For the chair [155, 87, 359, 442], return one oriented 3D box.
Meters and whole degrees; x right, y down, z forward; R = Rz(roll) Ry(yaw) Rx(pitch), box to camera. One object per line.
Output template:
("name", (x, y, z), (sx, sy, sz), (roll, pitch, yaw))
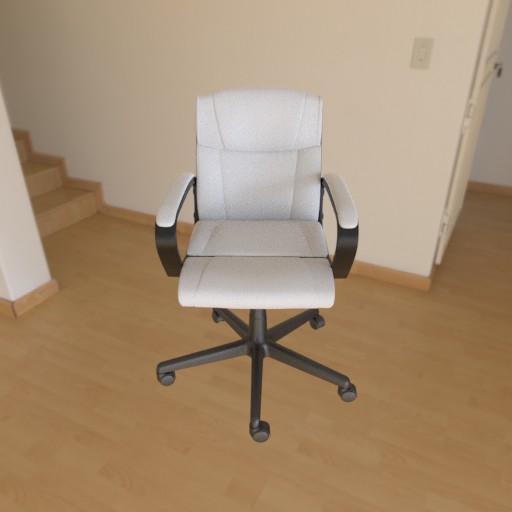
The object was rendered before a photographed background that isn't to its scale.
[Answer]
("chair", (0.000, 0.000, 1.519), (0.739, 1.004, 0.717), (1, 29, 1))
